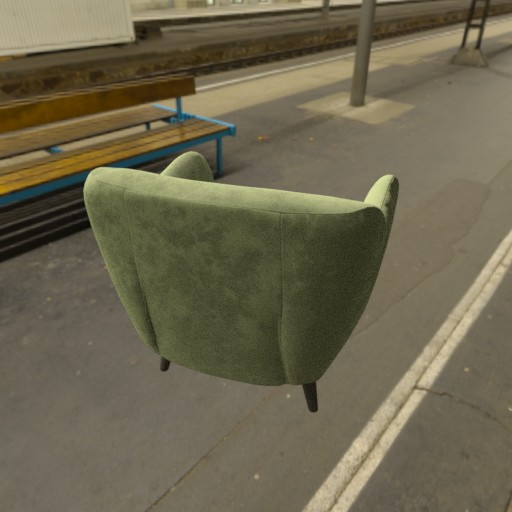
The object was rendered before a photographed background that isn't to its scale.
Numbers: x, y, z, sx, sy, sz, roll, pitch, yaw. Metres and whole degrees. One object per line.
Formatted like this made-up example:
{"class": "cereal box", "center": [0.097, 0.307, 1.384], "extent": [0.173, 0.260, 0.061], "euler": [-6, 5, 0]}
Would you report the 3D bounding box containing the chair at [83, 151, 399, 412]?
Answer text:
{"class": "chair", "center": [0.000, 0.000, 1.498], "extent": [0.840, 0.804, 0.819], "euler": [10, 34, 16]}
